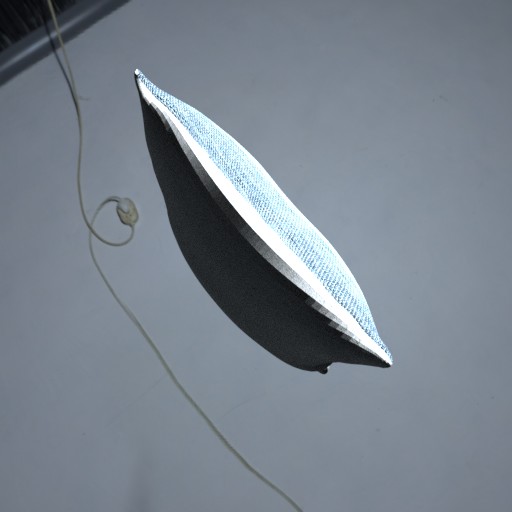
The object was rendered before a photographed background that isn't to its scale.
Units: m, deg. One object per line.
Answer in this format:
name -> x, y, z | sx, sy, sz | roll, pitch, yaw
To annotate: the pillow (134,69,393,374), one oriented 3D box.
pillow -> 0.000, 0.000, 0.675 | 0.182, 0.441, 0.440 | -38, 79, -9
